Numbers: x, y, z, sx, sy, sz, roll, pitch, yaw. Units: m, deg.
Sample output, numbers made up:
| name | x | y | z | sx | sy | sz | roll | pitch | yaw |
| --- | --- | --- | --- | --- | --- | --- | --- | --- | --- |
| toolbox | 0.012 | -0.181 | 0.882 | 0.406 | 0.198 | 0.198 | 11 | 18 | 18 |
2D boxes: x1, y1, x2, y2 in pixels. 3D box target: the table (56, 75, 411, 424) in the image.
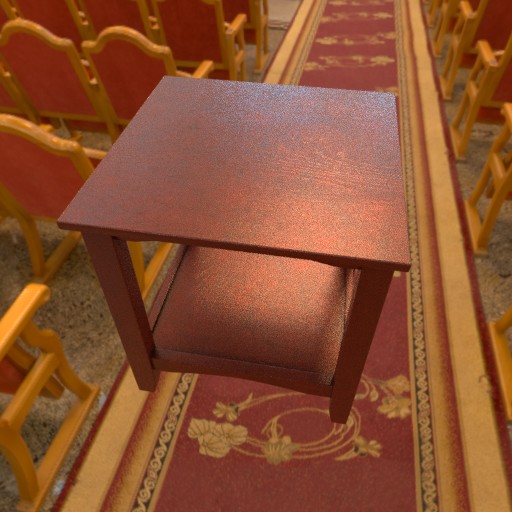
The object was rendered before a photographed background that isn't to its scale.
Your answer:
| name | x | y | z | sx | sy | sz | roll | pitch | yaw |
| --- | --- | --- | --- | --- | --- | --- | --- | --- | --- |
| table | 0.000 | 0.000 | 0.983 | 0.523 | 0.558 | 0.522 | 9 | 46 | 9 |
